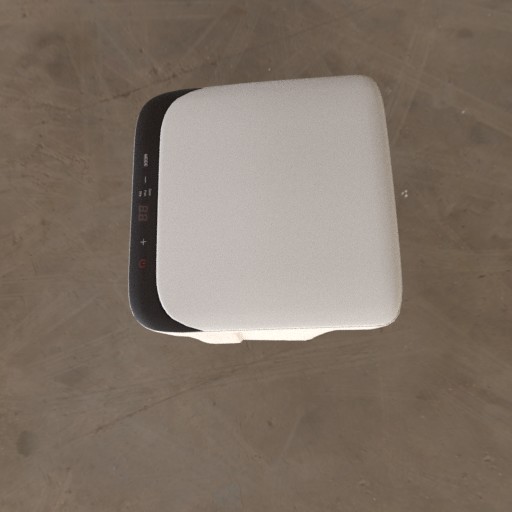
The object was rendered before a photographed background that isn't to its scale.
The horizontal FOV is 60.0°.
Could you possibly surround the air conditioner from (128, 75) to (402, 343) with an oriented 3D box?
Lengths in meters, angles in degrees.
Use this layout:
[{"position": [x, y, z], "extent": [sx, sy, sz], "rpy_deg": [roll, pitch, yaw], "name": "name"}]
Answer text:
[{"position": [0.000, 0.000, 0.915], "extent": [0.369, 0.716, 0.352], "rpy_deg": [-1, 76, 0], "name": "air conditioner"}]
